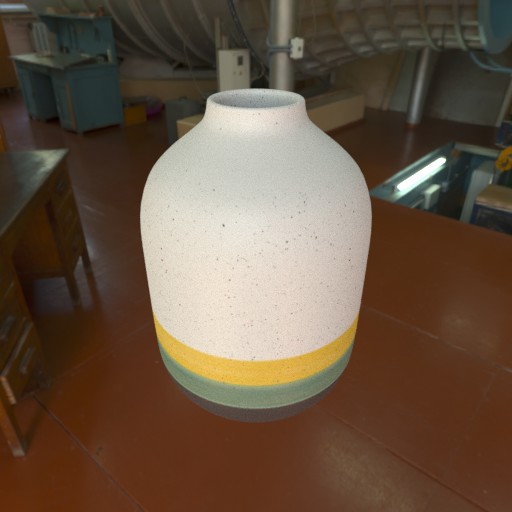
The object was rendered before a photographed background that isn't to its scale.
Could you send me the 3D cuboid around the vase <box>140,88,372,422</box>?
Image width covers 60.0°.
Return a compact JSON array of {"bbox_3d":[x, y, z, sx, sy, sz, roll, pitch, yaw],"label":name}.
[{"bbox_3d":[0.000,0.000,0.350,0.169,0.240,0.169,0,31,0],"label":"vase"}]
